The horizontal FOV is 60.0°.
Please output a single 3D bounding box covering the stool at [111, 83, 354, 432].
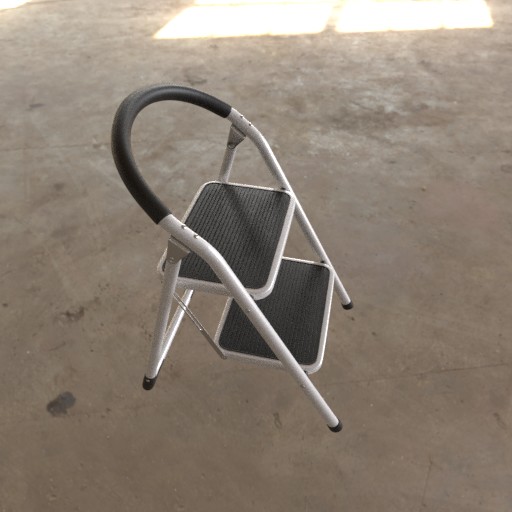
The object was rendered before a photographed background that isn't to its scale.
[{"bbox_3d":[0.000,0.000,1.092,0.559,0.760,0.453,9,45,9],"label":"stool"}]
